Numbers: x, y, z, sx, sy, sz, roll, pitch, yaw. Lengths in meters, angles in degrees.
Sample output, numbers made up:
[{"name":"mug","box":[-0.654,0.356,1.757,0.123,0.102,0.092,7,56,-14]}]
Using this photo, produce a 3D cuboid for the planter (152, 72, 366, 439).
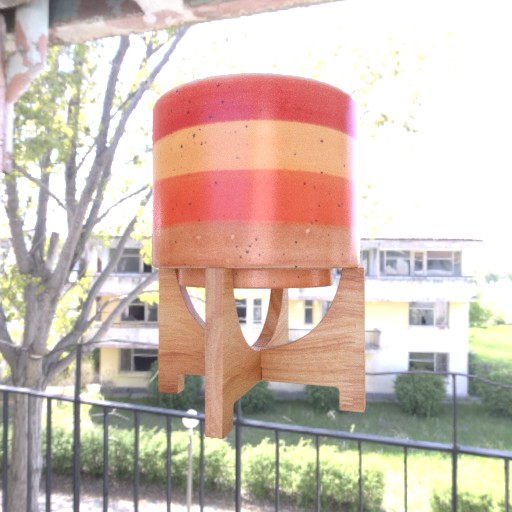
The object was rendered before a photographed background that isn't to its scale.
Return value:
[{"name":"planter","box":[0.000,0.000,0.417,0.199,0.268,0.199,0,-1,0]}]
